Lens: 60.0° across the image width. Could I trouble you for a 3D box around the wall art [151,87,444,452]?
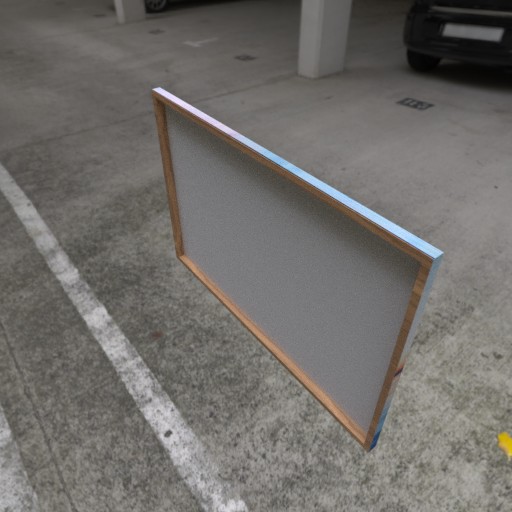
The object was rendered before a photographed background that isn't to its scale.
[{"bbox_3d":[0.000,0.000,0.759,0.018,0.402,0.604,-26,47,-28],"label":"wall art"}]
